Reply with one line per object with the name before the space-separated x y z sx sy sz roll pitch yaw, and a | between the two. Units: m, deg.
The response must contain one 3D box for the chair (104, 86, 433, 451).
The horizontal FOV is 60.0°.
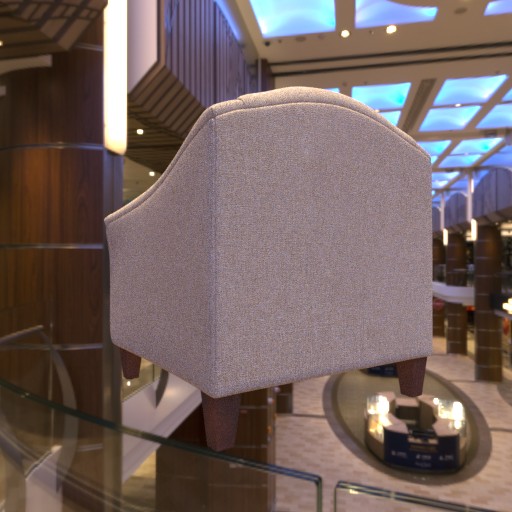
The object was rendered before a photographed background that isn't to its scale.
chair | 0.000 0.000 1.424 0.763 0.839 0.787 0 -1 -34
